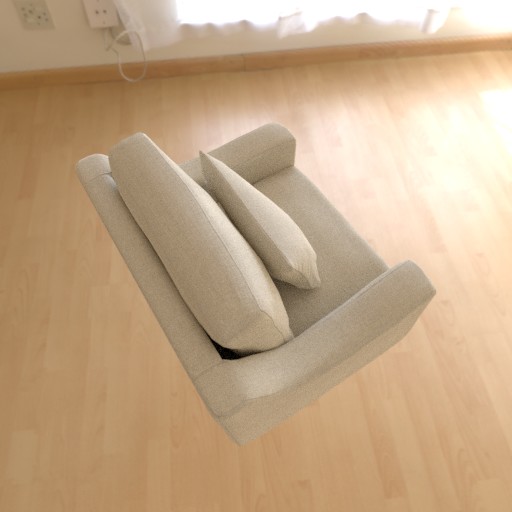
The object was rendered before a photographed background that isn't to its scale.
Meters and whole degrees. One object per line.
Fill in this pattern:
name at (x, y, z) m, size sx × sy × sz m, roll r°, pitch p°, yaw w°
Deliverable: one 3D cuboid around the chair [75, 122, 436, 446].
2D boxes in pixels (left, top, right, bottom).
chair at (0.000, 0.000, 1.929) m, size 1.009 × 1.016 × 1.178 m, roll -28°, pitch 62°, yaw -16°
